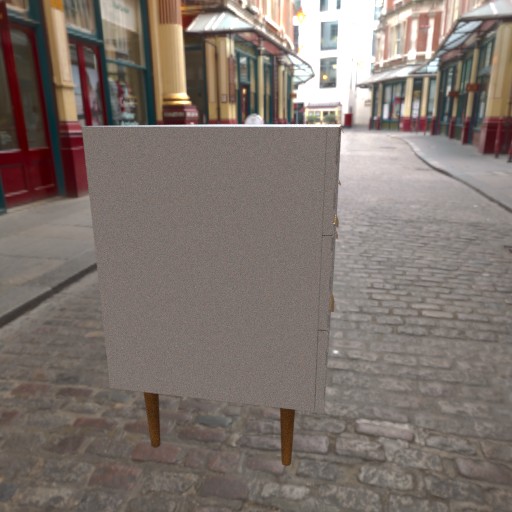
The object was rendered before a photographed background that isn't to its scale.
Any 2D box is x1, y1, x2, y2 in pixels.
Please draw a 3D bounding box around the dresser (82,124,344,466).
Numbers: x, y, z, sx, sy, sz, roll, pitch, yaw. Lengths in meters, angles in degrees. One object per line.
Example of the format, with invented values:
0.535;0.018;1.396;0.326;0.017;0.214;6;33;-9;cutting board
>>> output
0.000;0.000;1.274;0.457;0.721;0.905;3;17;10;dresser
